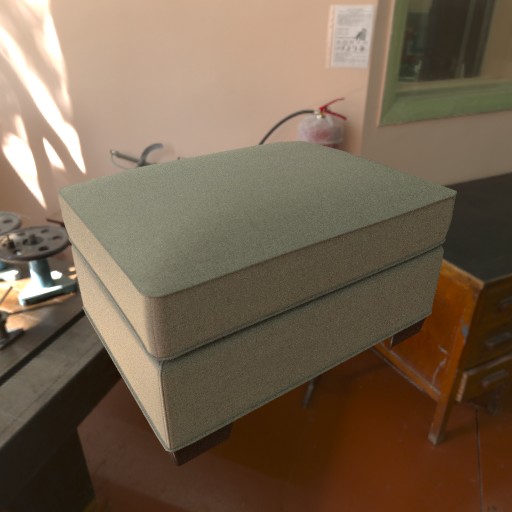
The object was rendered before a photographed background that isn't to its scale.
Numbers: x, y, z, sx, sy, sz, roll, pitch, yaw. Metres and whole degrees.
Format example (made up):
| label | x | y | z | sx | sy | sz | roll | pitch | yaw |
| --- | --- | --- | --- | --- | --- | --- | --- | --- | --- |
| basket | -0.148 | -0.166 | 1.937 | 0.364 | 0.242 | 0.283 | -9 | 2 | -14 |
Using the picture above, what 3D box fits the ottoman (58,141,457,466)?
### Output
| label | x | y | z | sx | sy | sz | roll | pitch | yaw |
| --- | --- | --- | --- | --- | --- | --- | --- | --- | --- |
| ottoman | 0.000 | 0.000 | 1.219 | 0.843 | 0.504 | 0.619 | -18 | 34 | -30 |
